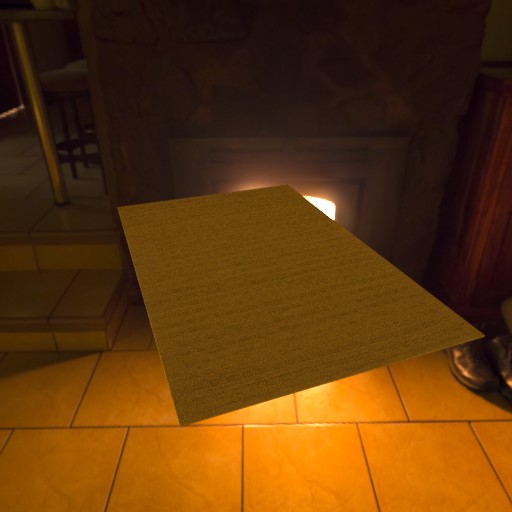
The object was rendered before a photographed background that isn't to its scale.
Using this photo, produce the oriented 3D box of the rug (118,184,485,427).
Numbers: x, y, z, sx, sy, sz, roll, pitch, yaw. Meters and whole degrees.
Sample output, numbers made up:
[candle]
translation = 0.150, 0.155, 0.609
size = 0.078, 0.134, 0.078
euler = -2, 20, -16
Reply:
[rug]
translation = 0.000, 0.000, 2.178
size = 1.142, 0.006, 1.752
euler = -10, 31, -18
